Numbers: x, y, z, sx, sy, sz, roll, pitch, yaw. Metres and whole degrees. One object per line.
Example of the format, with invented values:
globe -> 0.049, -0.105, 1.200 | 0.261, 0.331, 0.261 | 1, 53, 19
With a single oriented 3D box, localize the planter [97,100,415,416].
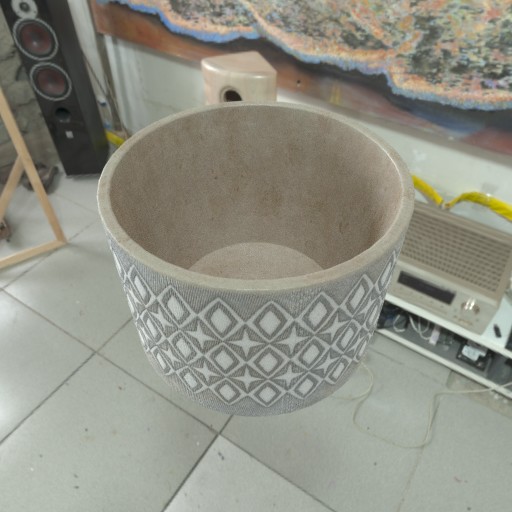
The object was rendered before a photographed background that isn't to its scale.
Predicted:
planter -> 0.000, 0.000, 0.280 | 0.164, 0.127, 0.164 | 0, 45, 0
